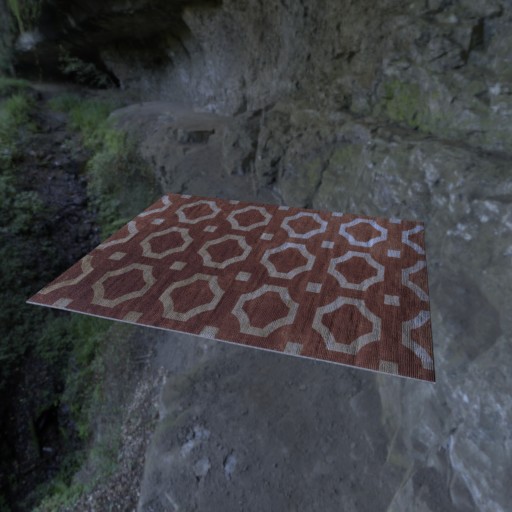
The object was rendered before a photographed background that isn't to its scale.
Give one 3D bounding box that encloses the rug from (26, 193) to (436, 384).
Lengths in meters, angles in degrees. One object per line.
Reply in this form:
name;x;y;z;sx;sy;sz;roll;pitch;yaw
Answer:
rug;0.000;0.000;4.141;3.049;0.021;2.466;8;30;15
